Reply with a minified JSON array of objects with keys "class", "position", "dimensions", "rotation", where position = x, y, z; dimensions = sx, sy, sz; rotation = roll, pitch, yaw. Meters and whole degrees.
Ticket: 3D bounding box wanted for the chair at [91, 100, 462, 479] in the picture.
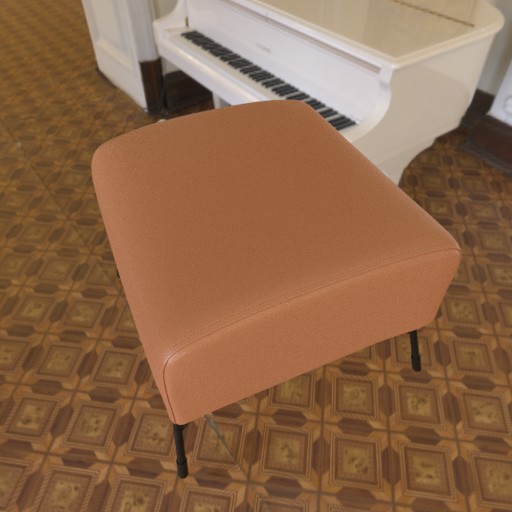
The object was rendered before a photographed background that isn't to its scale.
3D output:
[{"class":"chair","position":[0.000,0.000,0.873],"dimensions":[0.530,0.410,0.530],"rotation":[-18,49,-16]}]
